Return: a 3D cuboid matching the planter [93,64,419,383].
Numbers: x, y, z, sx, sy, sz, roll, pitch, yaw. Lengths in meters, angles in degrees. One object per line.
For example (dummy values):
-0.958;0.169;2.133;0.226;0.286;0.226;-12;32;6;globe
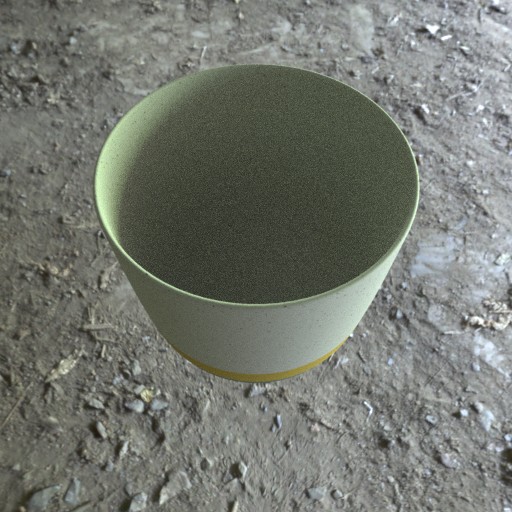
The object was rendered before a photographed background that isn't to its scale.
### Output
0.000;0.000;0.358;0.195;0.214;0.195;0;58;0;planter
